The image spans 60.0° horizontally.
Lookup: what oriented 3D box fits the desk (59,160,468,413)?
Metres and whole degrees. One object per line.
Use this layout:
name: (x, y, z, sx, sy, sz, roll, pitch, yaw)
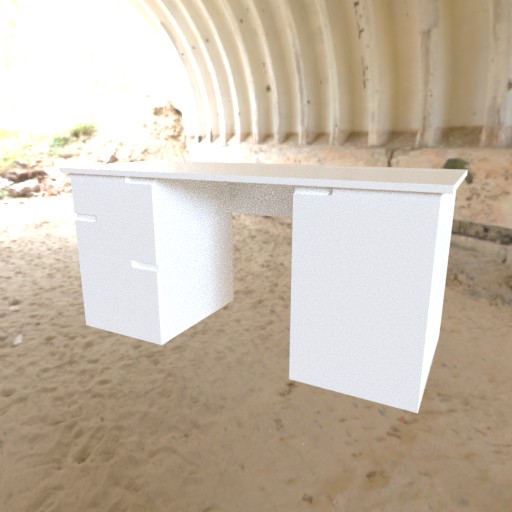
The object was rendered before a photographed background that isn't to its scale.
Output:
desk: (0.000, 0.000, 1.956, 1.580, 0.760, 0.670, 8, 17, 27)
